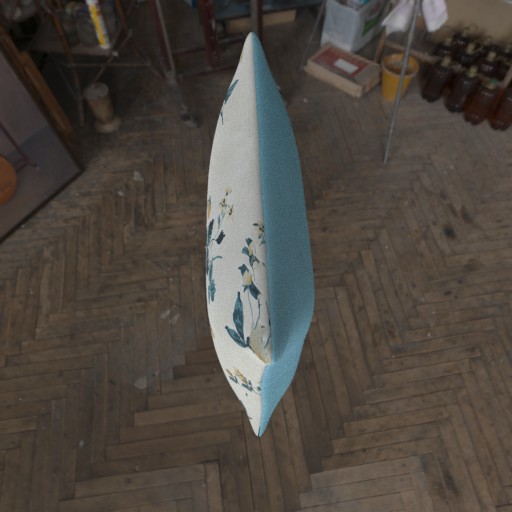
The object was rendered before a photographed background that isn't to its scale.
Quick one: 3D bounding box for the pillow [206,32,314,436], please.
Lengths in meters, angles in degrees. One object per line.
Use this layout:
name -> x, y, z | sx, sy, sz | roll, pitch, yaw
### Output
pillow -> 0.000, 0.000, 0.779 | 0.166, 0.507, 0.526 | -2, 60, -1
